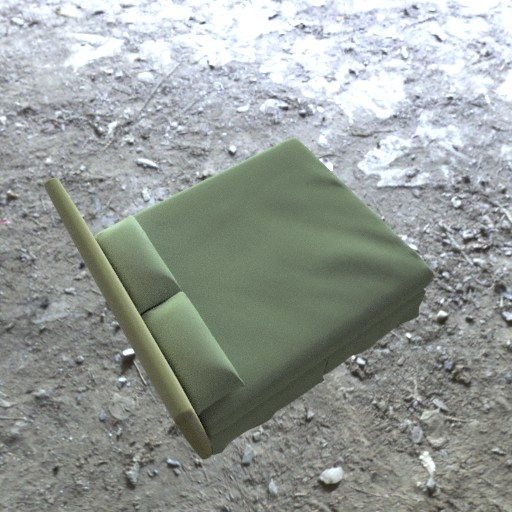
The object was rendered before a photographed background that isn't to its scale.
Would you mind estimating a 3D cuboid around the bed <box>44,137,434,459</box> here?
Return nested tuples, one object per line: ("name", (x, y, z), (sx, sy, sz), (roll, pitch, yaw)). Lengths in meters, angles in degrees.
("bed", (0.000, 0.000, 3.322), (2.142, 1.330, 1.884), (-30, 63, -17))
